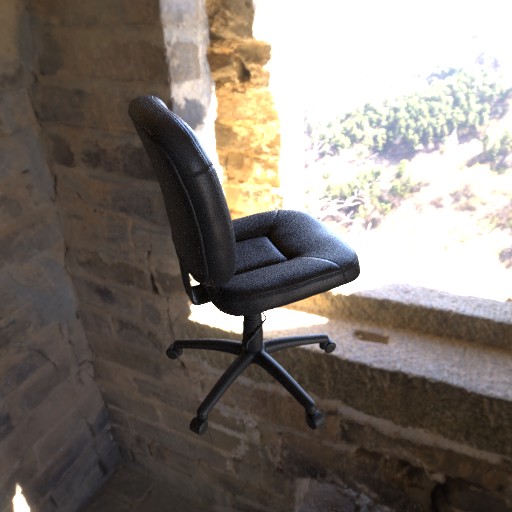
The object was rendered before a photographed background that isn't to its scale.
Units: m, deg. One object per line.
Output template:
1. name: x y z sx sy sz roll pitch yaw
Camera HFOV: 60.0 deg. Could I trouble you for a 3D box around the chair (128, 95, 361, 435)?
1. chair: 0.000 0.000 1.385 0.646 0.959 0.647 -11 31 -19
